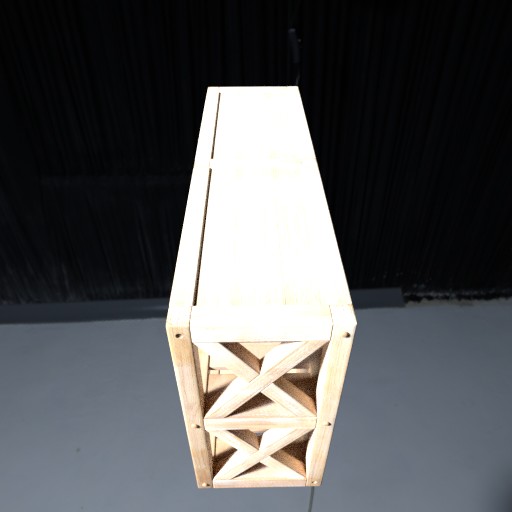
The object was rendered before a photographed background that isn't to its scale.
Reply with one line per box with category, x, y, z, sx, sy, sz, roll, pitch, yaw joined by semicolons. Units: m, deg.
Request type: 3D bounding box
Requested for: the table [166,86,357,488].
table;0.000;0.000;1.618;0.381;0.762;1.320;-1;40;-1
